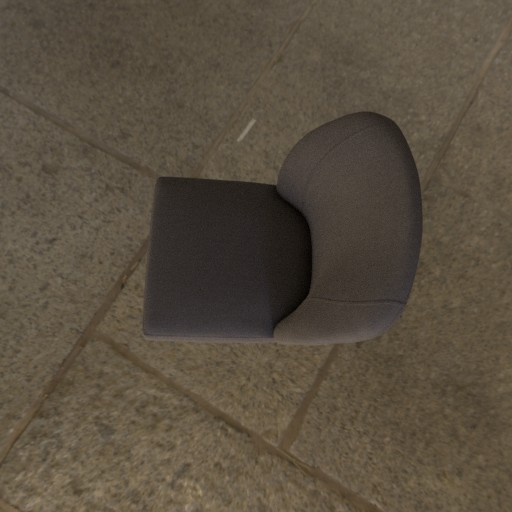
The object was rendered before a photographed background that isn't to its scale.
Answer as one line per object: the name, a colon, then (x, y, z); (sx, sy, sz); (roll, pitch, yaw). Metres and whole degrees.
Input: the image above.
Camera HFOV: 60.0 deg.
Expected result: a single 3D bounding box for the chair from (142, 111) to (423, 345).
chair: (0.000, 0.000, 1.249); (0.619, 0.879, 0.506); (2, 76, 0)
